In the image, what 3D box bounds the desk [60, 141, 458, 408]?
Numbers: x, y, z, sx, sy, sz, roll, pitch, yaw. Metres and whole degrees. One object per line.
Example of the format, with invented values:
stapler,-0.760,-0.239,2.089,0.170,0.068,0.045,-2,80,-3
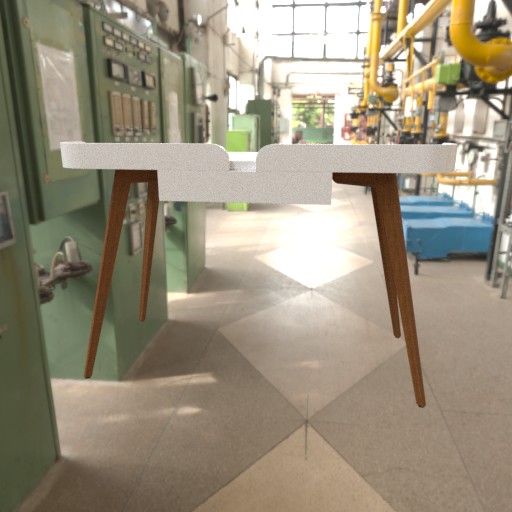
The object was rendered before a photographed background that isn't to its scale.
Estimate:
desk,0.000,0.000,1.612,1.206,0.807,0.534,2,16,8
